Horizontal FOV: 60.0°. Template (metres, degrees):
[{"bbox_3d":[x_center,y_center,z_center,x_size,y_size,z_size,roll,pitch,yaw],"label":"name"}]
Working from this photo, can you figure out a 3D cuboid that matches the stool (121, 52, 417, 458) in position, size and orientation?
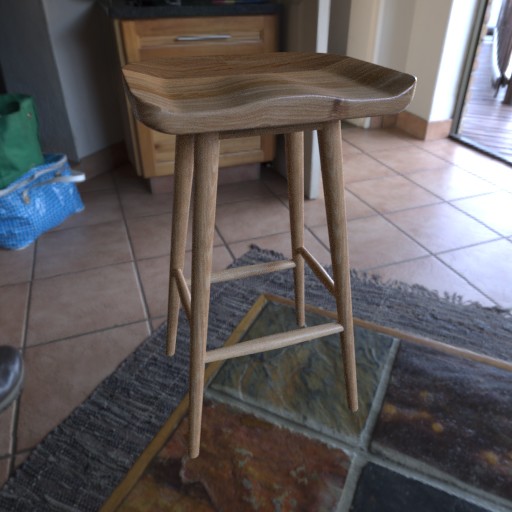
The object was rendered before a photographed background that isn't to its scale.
[{"bbox_3d":[0.000,0.000,0.884,0.407,0.698,0.322,-10,33,-15],"label":"stool"}]
